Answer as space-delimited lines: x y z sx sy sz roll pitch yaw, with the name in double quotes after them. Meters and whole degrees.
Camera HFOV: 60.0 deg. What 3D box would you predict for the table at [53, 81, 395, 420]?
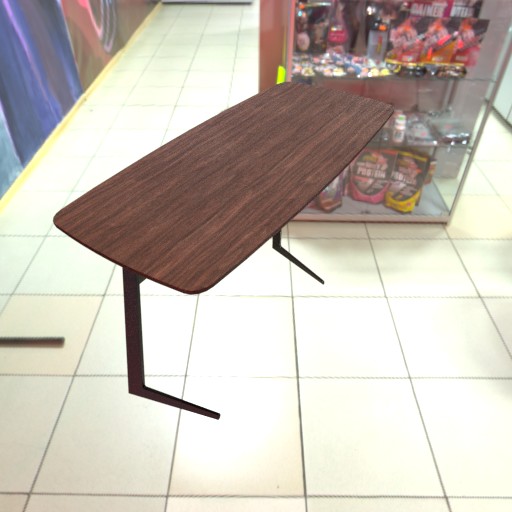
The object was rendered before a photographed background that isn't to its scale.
0.000 0.000 1.109 0.361 0.576 0.804 23 46 25 "table"
